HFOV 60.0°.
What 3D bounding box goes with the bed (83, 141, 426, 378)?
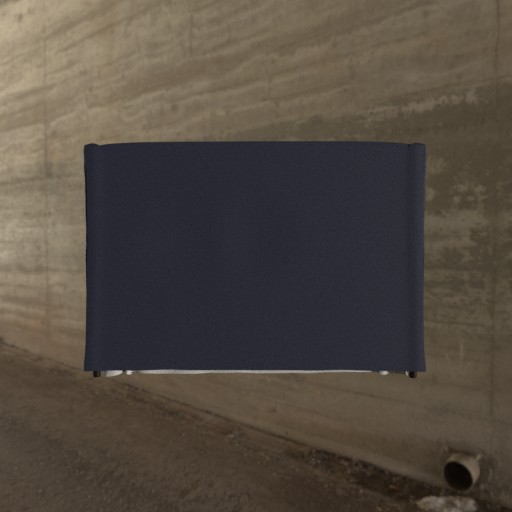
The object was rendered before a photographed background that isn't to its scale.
[{"bbox_3d":[0.000,0.000,3.581,1.925,1.332,2.276,0,1,1],"label":"bed"}]
